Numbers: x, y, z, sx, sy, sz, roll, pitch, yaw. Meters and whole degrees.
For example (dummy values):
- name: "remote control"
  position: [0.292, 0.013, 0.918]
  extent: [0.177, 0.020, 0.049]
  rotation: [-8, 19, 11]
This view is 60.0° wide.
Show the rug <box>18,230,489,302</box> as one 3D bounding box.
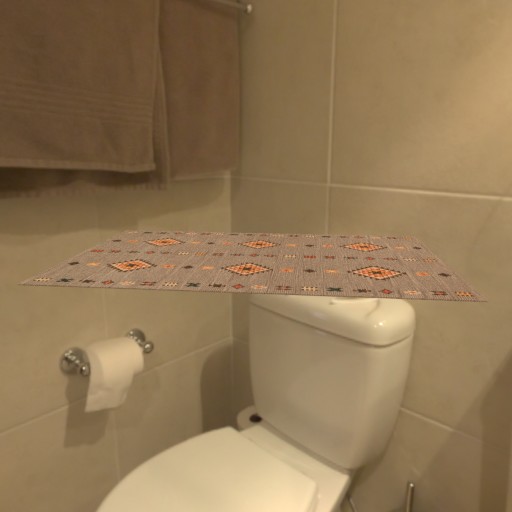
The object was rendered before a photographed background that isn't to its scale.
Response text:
- name: "rug"
  position: [0.000, 0.000, 2.997]
  extent: [2.427, 0.007, 1.515]
  rotation: [2, 15, 6]
